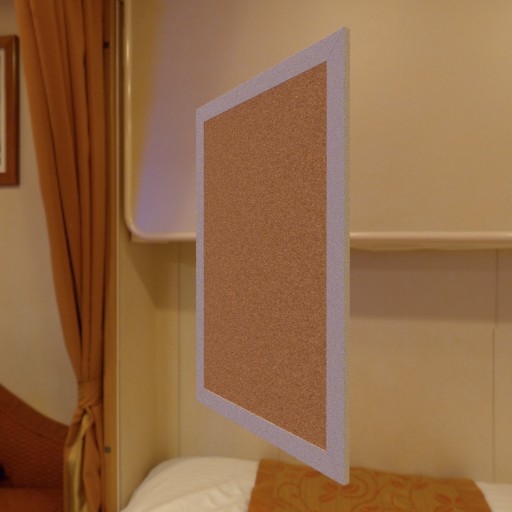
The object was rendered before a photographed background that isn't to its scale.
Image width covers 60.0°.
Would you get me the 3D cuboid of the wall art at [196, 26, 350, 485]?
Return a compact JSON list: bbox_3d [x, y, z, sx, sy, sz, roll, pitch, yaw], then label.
[{"bbox_3d":[0.000,0.000,0.823,0.011,0.659,0.454,0,0,-35],"label":"wall art"}]
